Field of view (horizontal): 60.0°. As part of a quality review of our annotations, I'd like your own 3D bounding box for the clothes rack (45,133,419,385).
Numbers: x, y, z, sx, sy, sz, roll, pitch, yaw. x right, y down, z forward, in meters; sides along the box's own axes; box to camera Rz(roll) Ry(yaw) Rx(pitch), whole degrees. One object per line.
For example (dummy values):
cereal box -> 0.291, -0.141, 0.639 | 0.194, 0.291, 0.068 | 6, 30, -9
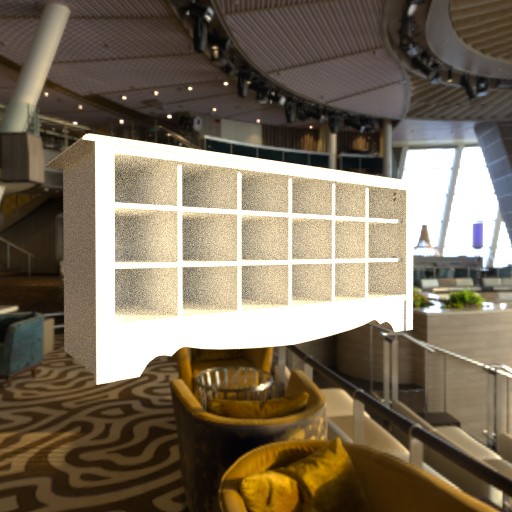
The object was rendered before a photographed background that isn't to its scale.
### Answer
clothes rack -> 0.000, 0.000, 1.482 | 1.218, 0.558, 0.405 | -1, 1, -36
